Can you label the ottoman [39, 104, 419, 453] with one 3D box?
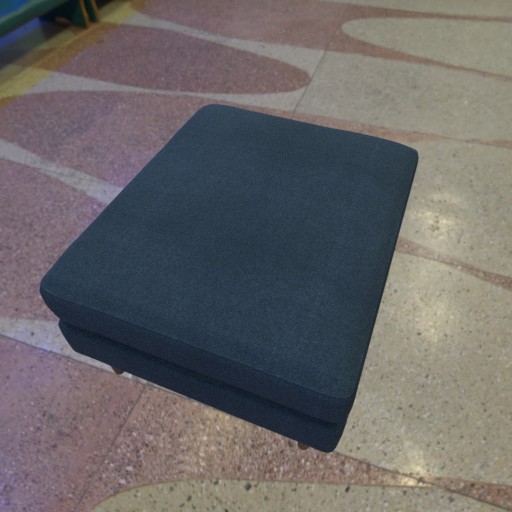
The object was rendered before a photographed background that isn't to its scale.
[{"bbox_3d":[0.000,0.000,1.224,0.693,0.474,0.821,17,51,14],"label":"ottoman"}]
